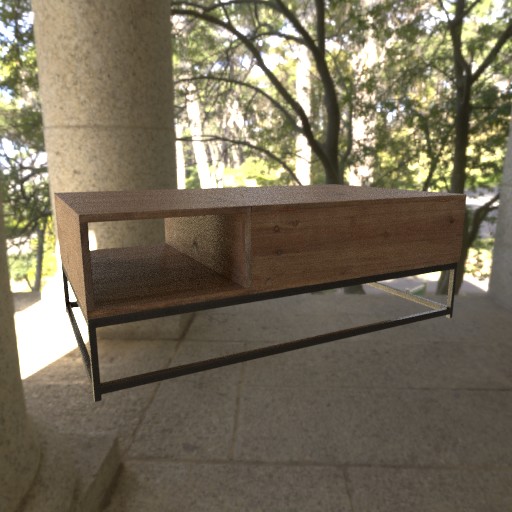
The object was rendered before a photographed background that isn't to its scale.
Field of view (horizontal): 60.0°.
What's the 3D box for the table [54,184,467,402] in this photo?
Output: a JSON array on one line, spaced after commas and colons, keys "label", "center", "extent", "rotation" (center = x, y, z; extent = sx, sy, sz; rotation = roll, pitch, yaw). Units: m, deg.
[{"label": "table", "center": [0.000, 0.000, 1.411], "extent": [1.101, 0.395, 0.655], "rotation": [-6, 14, -27]}]
